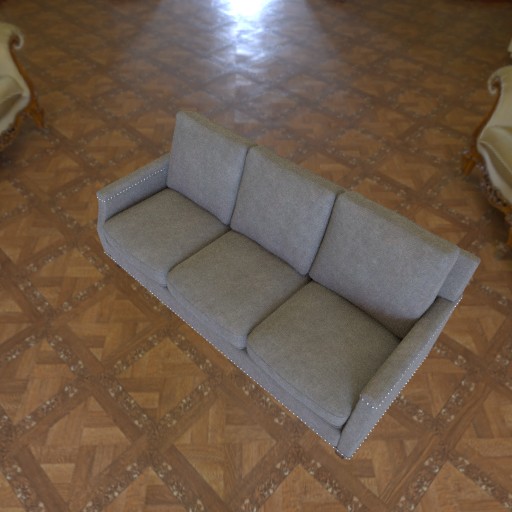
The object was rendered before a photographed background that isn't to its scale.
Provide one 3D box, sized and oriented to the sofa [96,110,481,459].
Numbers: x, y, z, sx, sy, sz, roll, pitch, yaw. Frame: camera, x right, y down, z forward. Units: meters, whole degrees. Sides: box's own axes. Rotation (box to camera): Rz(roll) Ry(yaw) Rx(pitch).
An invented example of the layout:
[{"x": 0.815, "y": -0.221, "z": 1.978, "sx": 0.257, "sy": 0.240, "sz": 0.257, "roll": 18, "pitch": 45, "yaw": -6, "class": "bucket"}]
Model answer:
[{"x": 0.000, "y": 0.000, "z": 2.790, "sx": 2.226, "sy": 1.042, "sz": 1.034, "roll": 34, "pitch": 55, "yaw": 28, "class": "sofa"}]
